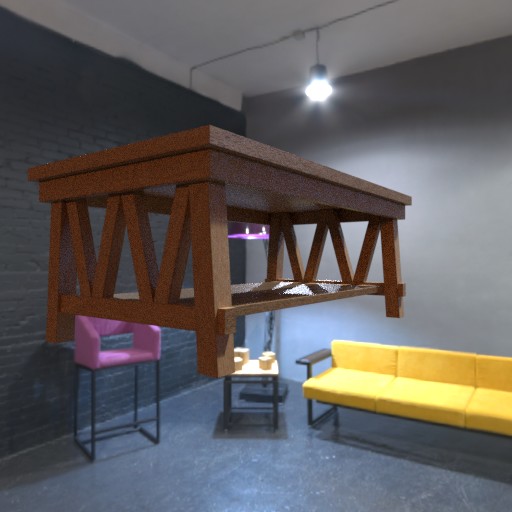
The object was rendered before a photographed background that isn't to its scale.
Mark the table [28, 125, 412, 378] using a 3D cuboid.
[{"bbox_3d":[0.000,0.000,1.586,0.711,0.507,1.270,0,0,36],"label":"table"}]
